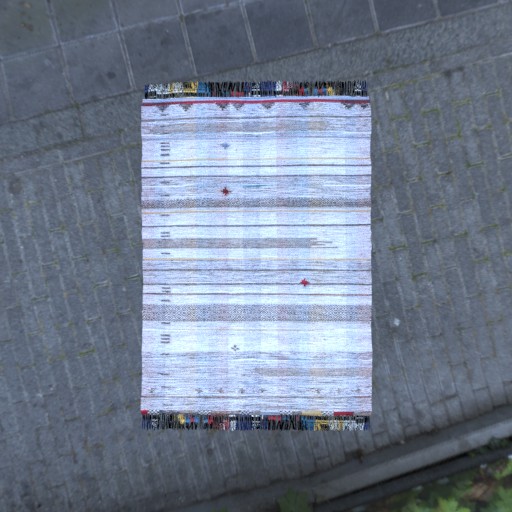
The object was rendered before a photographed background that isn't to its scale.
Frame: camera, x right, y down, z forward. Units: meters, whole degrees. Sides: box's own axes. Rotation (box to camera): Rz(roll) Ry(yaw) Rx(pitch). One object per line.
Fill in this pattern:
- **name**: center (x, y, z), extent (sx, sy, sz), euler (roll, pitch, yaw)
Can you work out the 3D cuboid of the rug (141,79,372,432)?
- **rug**: center (0.000, 0.000, 2.324), extent (1.217, 0.012, 1.848), euler (0, 90, 1)
